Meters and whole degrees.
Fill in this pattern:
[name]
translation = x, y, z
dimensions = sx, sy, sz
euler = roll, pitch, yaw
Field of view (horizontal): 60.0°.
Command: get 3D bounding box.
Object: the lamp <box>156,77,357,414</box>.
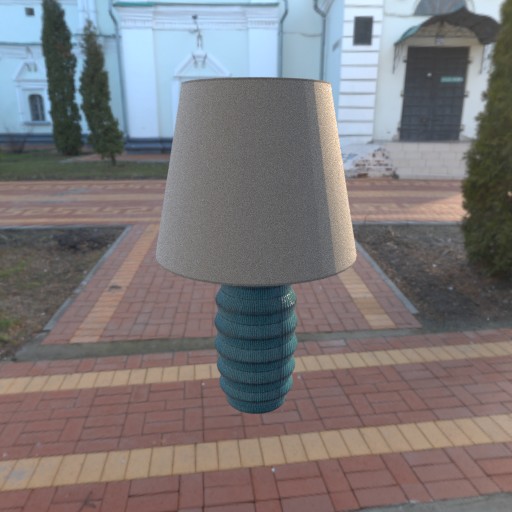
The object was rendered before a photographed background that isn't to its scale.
[lamp]
translation = 0.000, 0.000, 0.802
dimensions = 0.355, 0.582, 0.355
euler = 0, 17, 0
